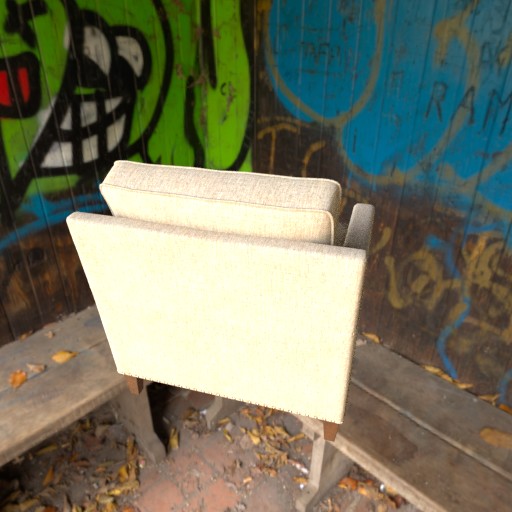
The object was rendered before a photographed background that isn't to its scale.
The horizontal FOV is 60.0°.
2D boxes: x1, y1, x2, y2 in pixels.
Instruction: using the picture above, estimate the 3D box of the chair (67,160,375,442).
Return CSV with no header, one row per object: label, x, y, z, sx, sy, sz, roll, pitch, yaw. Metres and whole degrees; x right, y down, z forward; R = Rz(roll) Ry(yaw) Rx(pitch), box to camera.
chair,0.000,0.000,1.741,0.853,0.943,1.014,8,31,14
